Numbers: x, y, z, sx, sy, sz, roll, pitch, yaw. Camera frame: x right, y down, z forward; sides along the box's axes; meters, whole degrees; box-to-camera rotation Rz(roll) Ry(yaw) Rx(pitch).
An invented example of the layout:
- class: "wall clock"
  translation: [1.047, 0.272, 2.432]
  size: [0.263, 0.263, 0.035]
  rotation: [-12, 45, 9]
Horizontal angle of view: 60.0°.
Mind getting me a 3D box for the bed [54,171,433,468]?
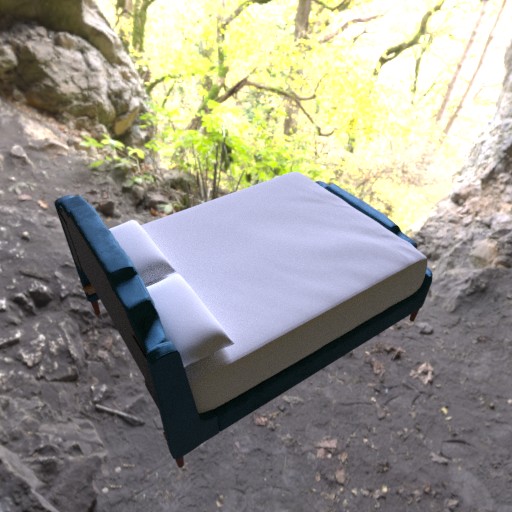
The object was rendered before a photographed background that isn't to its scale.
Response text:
- class: "bed"
  translation: [0.000, 0.000, 3.382]
  size: [2.322, 1.338, 1.678]
  rotation: [-24, 46, -25]
